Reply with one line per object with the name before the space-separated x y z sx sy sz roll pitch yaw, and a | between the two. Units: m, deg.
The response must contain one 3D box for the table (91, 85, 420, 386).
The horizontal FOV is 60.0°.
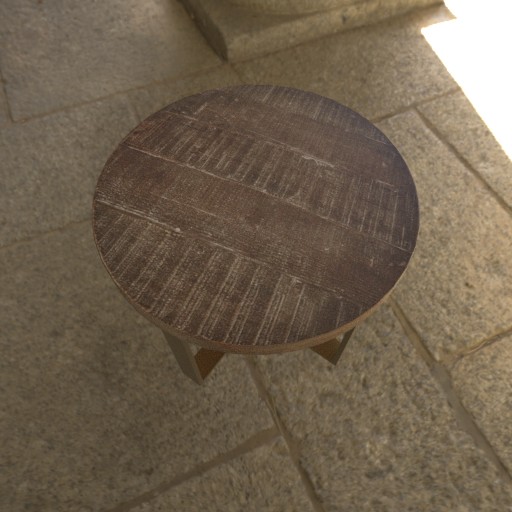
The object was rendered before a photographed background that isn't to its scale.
table | 0.000 0.000 0.951 0.557 0.437 0.557 0 59 0
